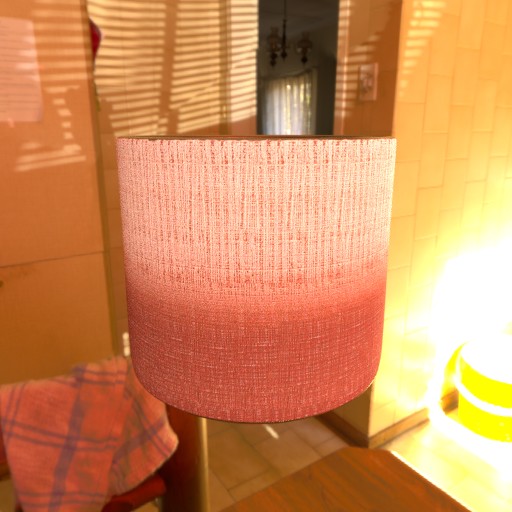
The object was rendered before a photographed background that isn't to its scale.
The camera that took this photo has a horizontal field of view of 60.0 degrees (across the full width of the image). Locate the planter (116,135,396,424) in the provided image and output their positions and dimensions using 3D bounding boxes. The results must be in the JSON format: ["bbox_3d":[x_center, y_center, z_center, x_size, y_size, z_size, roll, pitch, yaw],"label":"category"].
[{"bbox_3d":[0.000,0.000,0.383,0.221,0.201,0.221,0,16,0],"label":"planter"}]
